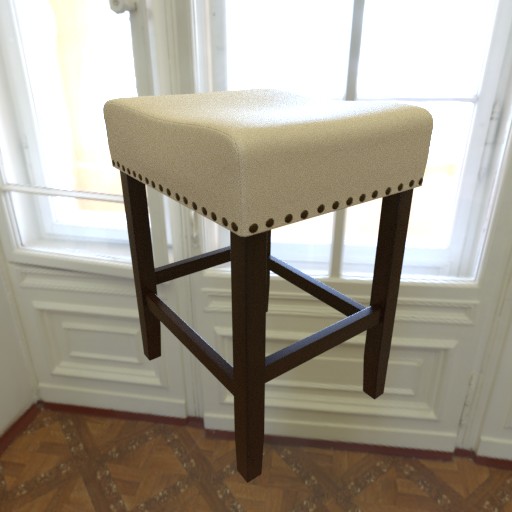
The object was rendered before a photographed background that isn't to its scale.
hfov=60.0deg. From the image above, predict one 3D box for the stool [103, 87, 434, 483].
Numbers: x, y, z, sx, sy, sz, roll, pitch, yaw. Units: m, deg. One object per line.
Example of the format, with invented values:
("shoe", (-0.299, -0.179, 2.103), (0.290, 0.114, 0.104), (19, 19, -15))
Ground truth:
("stool", (0.000, 0.000, 0.913), (0.401, 0.609, 0.471), (-18, 31, -33))
